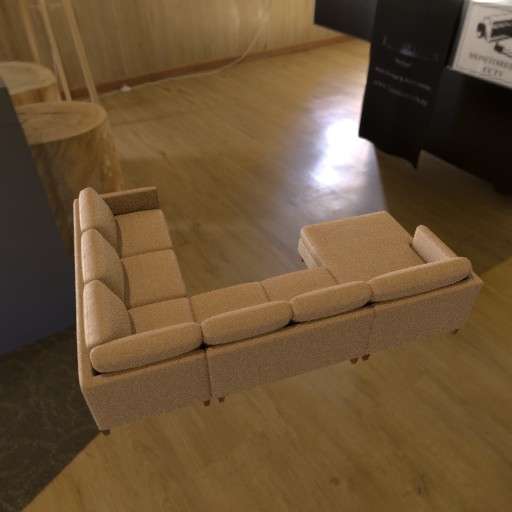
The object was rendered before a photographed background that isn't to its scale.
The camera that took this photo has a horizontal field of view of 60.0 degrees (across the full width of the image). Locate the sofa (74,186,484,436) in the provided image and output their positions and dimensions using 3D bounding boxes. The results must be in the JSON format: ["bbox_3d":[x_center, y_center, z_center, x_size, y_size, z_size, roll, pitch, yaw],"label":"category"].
[{"bbox_3d":[0.000,0.000,4.506,3.403,0.889,2.551,-12,42,-14],"label":"sofa"}]
